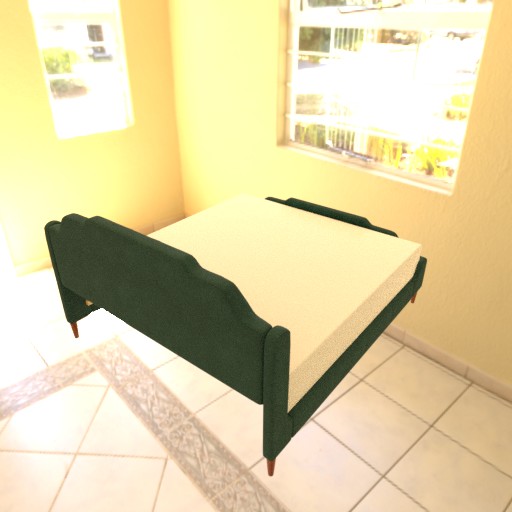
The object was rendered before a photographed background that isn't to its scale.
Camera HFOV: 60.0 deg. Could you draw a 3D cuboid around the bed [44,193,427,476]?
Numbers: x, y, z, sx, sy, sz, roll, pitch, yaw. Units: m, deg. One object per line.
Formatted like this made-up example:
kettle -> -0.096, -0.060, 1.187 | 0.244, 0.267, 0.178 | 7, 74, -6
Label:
bed -> 0.000, 0.000, 3.607 | 2.074, 1.245, 2.340 | 21, 35, 33
